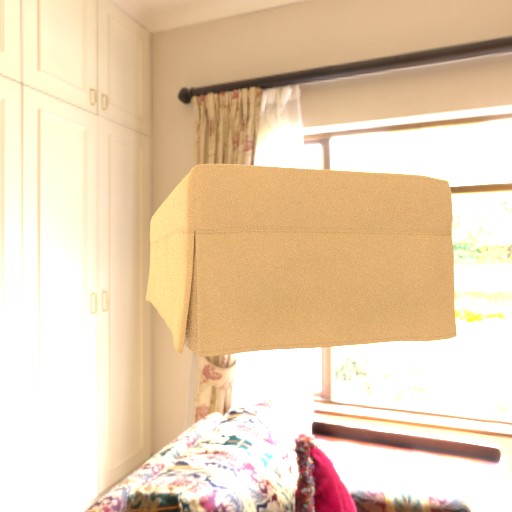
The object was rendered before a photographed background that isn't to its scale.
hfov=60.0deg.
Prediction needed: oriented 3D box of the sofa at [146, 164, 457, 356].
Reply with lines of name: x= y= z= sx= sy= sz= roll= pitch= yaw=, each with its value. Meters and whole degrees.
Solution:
sofa: x=0.000 y=0.000 z=2.113 sx=0.939 sy=0.552 sz=1.677 roll=0 pitch=0 yaw=-17
